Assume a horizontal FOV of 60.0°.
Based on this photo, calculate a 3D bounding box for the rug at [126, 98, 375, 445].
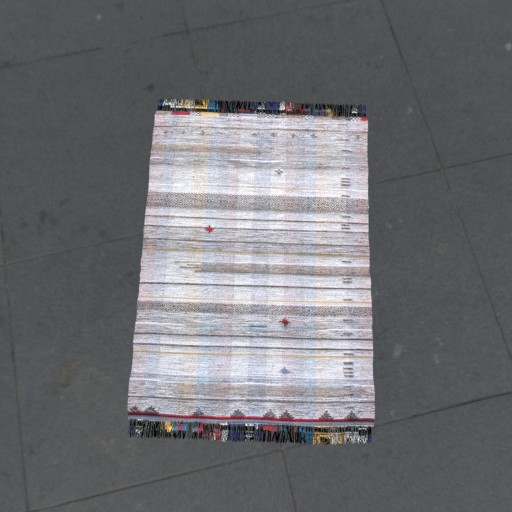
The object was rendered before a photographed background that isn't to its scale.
[{"bbox_3d":[0.000,0.000,2.335,1.217,0.012,1.848,2,77,0],"label":"rug"}]
